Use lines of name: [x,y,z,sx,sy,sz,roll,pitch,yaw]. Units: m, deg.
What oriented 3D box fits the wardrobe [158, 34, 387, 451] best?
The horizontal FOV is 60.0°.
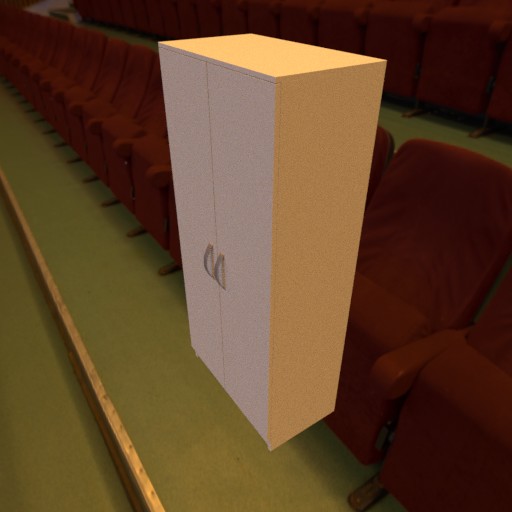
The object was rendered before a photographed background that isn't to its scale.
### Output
wardrobe: [0.000,0.000,2.000,0.470,1.700,0.760,-21,39,-28]
